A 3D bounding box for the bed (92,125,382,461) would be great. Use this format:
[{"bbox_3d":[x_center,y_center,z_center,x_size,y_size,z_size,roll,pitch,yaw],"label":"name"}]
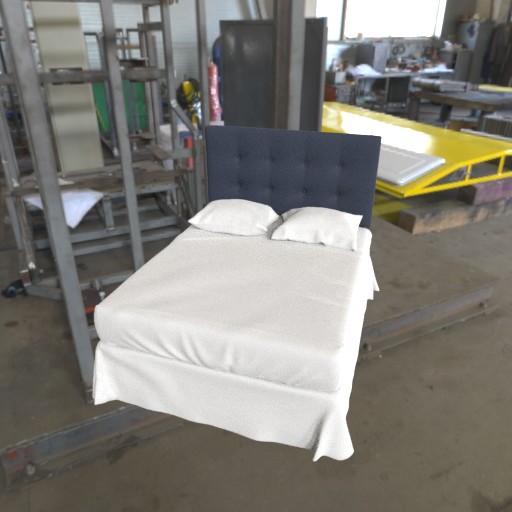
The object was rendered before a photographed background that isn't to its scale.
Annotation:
[{"bbox_3d":[0.000,0.000,3.496,1.936,1.577,2.222,8,28,16],"label":"bed"}]
